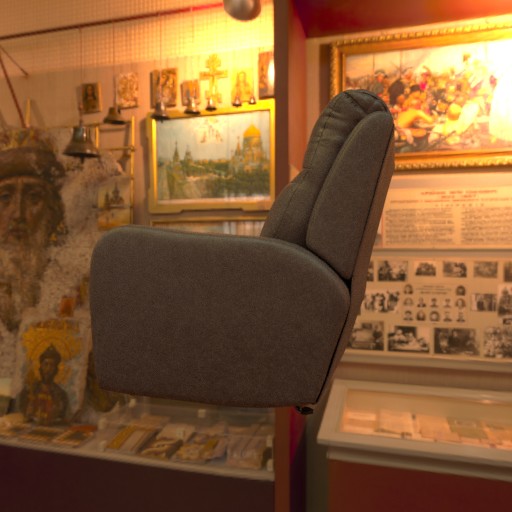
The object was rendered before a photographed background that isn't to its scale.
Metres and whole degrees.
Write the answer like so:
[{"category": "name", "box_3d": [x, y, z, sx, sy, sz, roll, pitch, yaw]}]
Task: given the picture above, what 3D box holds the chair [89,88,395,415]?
[{"category": "chair", "box_3d": [0.000, 0.000, 1.786, 1.067, 1.067, 0.865, 0, 1, 18]}]
